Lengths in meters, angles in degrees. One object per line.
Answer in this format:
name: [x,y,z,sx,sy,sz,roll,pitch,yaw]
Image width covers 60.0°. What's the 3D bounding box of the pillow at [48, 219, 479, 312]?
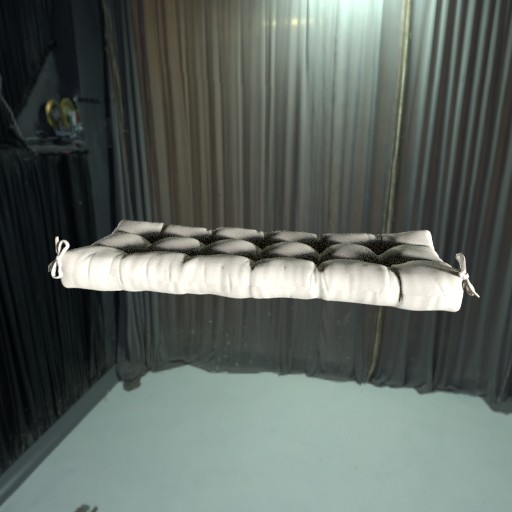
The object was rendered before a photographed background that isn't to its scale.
pillow: [0.000,0.000,1.374,1.194,0.174,0.511,3,17,8]
